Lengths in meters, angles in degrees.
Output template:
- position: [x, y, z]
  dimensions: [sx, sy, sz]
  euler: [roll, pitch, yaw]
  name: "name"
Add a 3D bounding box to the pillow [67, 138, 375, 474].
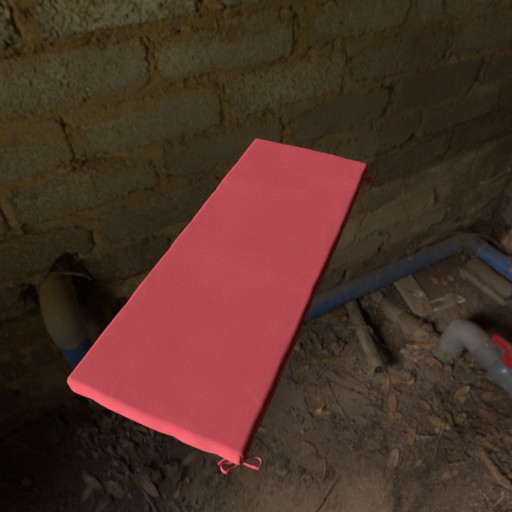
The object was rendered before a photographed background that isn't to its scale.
- position: [0.000, 0.000, 1.349]
  dimensions: [0.492, 0.081, 1.187]
  euler: [17, 49, 16]
  name: "pillow"
